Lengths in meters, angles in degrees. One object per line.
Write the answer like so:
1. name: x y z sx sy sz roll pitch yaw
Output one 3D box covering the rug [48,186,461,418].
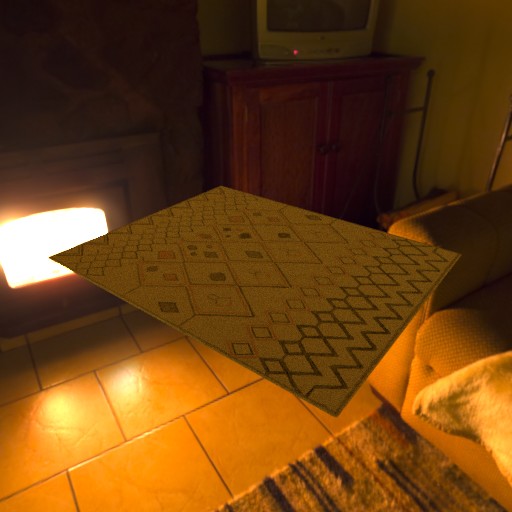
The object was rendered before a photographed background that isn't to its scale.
1. rug: 0.000 0.000 4.179 3.050 0.016 2.441 21 35 32
